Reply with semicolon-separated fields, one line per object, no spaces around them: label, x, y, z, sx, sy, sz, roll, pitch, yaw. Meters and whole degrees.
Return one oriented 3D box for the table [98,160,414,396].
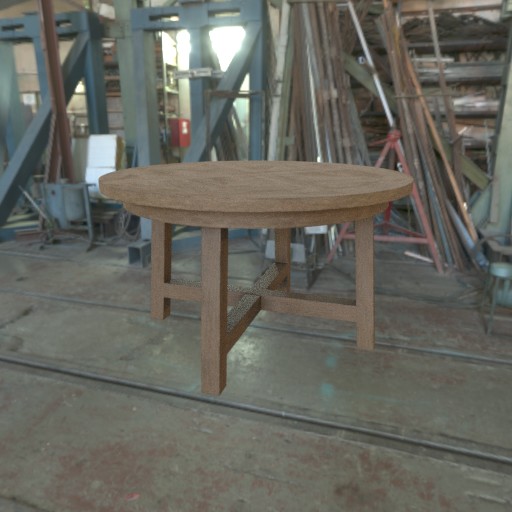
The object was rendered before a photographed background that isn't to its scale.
table;0.000;0.000;2.069;1.319;0.762;1.319;0;17;0
